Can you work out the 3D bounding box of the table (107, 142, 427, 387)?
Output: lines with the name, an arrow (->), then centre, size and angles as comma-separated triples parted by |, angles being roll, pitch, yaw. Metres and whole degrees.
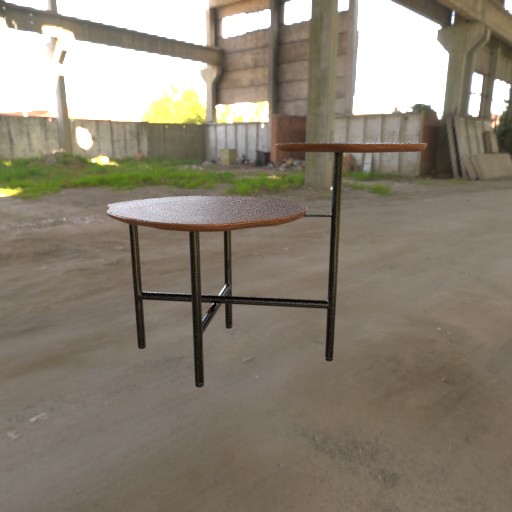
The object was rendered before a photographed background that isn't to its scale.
table -> 0.000, 0.000, 1.090 | 0.759, 0.538, 0.442 | 2, 15, 9
